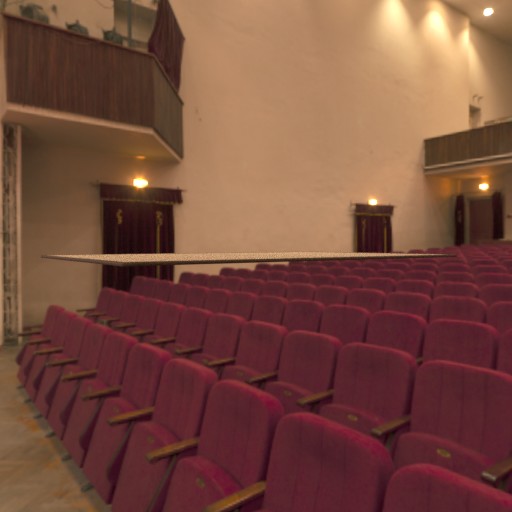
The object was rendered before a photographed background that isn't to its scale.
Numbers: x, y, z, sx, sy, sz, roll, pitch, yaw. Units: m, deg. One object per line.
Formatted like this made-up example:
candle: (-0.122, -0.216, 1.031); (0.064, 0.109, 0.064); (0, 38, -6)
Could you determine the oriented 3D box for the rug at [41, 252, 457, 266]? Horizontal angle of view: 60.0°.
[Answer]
rug: (0.000, 0.000, 2.100); (1.676, 0.013, 1.067); (-1, 2, -36)
